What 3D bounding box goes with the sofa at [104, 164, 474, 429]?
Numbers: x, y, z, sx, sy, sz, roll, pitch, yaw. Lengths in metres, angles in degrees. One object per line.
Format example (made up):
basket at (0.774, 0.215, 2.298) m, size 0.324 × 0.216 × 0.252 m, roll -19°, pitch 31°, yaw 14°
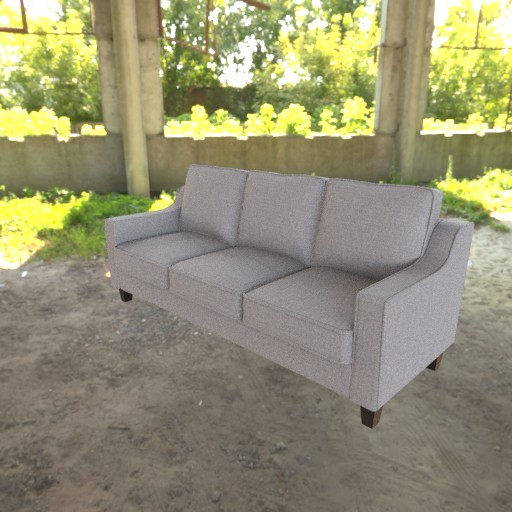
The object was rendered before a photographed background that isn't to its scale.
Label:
sofa at (0.000, 0.000, 2.655) m, size 2.129 × 0.950 × 0.899 m, roll 15°, pitch 23°, yaw 42°
